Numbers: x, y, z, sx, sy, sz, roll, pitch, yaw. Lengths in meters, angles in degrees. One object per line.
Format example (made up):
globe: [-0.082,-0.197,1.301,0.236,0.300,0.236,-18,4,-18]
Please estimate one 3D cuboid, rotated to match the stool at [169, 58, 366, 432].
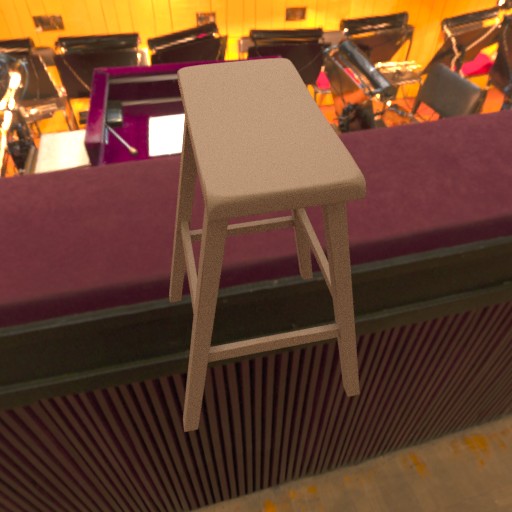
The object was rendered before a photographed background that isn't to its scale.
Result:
stool: [0.000,0.000,1.054,0.476,0.737,0.457,-9,48,-8]
